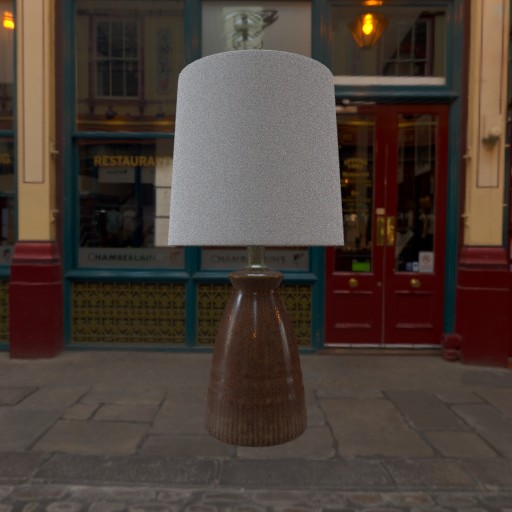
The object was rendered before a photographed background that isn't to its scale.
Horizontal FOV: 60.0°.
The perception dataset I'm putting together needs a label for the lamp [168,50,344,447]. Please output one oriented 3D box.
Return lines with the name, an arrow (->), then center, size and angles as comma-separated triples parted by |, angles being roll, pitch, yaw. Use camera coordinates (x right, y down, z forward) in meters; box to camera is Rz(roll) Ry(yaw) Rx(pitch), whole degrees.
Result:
lamp -> 0.000, 0.000, 0.478 | 0.186, 0.369, 0.186 | 0, 1, 0
